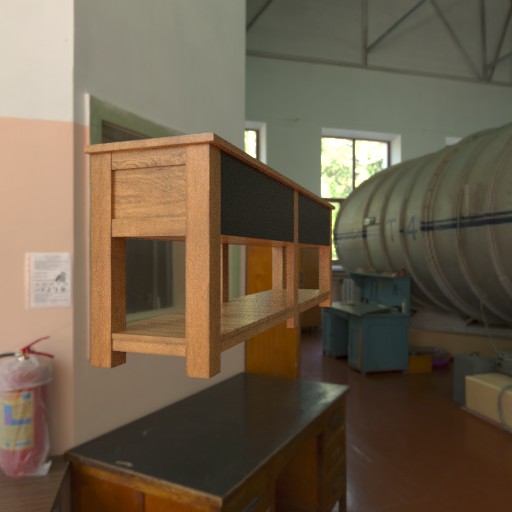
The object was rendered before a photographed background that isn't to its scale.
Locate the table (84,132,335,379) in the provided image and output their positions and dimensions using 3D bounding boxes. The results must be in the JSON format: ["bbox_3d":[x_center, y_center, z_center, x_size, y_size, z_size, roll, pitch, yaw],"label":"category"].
[{"bbox_3d":[0.000,0.000,2.053,0.425,0.635,1.815,0,0,20],"label":"table"}]
